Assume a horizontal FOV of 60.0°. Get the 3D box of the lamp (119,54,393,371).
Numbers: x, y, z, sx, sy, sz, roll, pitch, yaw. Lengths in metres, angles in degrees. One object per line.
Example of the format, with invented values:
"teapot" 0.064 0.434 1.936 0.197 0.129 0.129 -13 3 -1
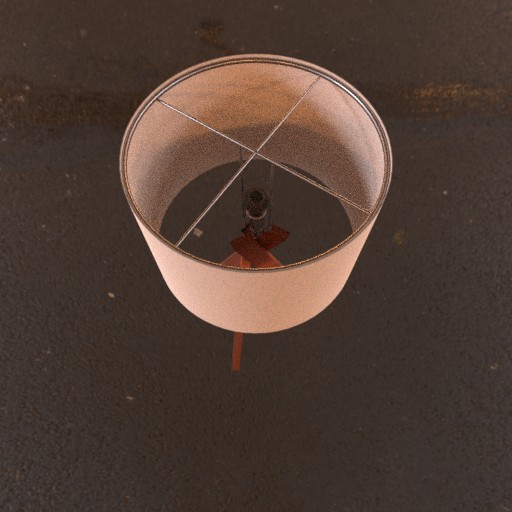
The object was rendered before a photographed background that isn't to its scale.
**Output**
"lamp" 0.000 0.000 0.928 0.380 0.686 0.380 31 68 14
